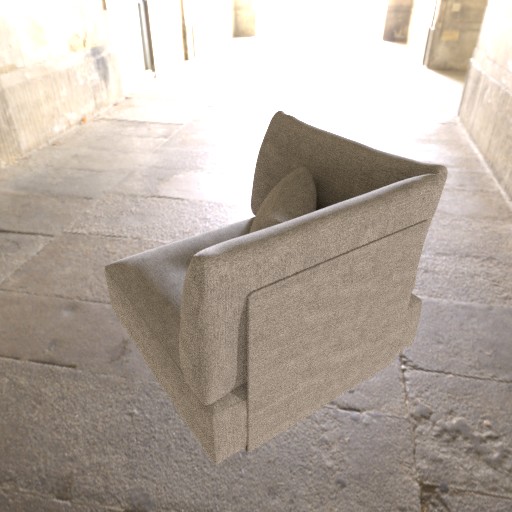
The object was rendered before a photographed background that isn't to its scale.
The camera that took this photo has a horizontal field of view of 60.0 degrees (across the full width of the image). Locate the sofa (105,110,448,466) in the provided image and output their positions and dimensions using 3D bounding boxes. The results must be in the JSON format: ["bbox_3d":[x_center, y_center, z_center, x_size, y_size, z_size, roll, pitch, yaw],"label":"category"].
[{"bbox_3d":[0.000,0.000,1.762,1.000,0.820,1.000,-20,38,-29],"label":"sofa"}]
